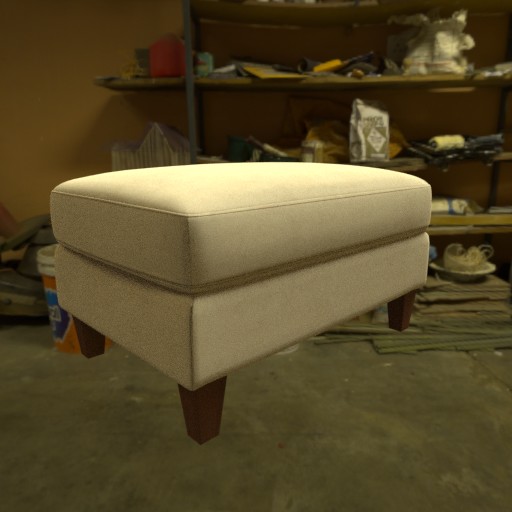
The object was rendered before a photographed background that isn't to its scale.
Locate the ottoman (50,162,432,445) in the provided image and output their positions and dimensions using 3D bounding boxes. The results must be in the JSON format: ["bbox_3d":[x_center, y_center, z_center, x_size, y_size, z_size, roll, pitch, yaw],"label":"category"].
[{"bbox_3d":[0.000,0.000,1.178,0.864,0.483,0.584,-13,19,-43],"label":"ottoman"}]
